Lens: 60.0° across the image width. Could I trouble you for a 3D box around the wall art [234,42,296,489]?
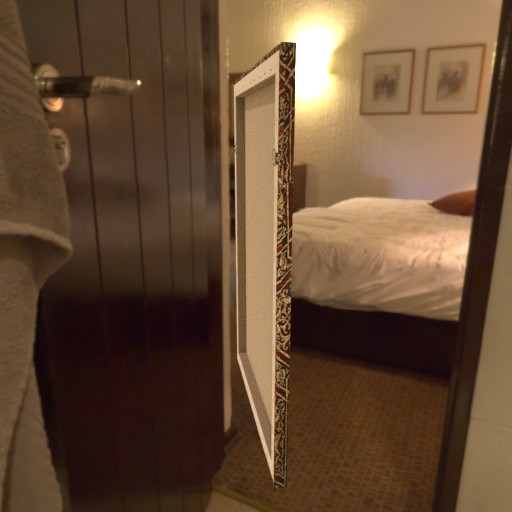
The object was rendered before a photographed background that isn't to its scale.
[{"bbox_3d":[0.000,0.000,0.758,0.020,0.599,0.397,-3,16,-10],"label":"wall art"}]
